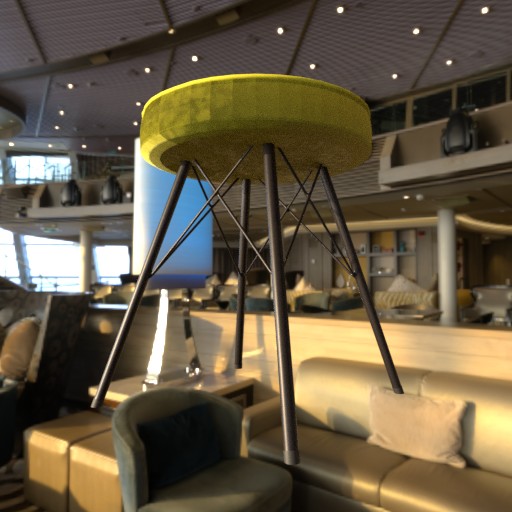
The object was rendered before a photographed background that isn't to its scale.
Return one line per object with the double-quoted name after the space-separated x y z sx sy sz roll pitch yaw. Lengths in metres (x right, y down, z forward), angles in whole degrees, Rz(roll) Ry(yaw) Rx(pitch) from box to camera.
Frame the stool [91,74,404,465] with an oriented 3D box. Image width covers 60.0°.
0.000 0.000 0.797 0.409 0.508 0.409 -2 -3 36 "stool"
